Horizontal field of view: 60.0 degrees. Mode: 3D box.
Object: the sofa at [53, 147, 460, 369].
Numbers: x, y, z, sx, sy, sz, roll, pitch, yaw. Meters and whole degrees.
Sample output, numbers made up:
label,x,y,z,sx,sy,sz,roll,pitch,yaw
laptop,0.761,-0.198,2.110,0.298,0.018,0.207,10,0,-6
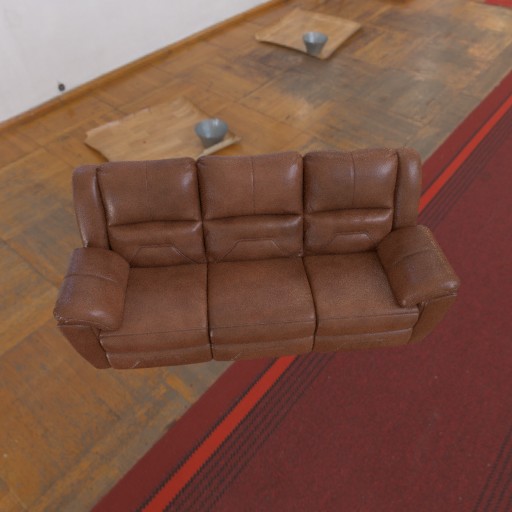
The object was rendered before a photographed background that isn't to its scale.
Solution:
label,x,y,z,sx,sy,sz,roll,pitch,yaw
sofa,0.000,0.000,2.860,2.337,1.043,0.991,-4,47,-4
